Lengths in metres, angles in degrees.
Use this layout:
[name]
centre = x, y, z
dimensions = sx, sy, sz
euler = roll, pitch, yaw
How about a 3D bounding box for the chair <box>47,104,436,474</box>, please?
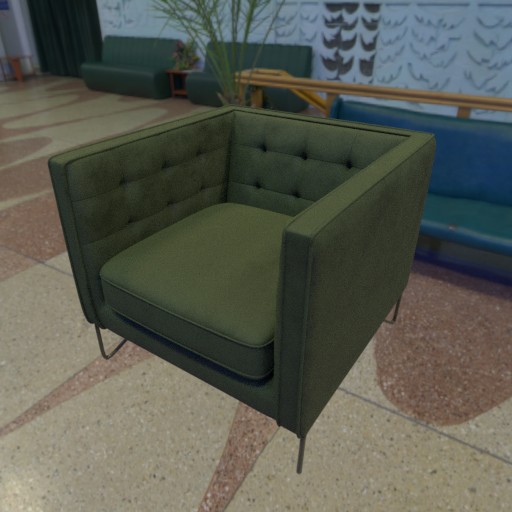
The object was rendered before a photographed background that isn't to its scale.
[chair]
centre = 0.000, 0.000, 1.538
dimensions = 0.880, 0.790, 0.894
euler = 19, 35, 29
